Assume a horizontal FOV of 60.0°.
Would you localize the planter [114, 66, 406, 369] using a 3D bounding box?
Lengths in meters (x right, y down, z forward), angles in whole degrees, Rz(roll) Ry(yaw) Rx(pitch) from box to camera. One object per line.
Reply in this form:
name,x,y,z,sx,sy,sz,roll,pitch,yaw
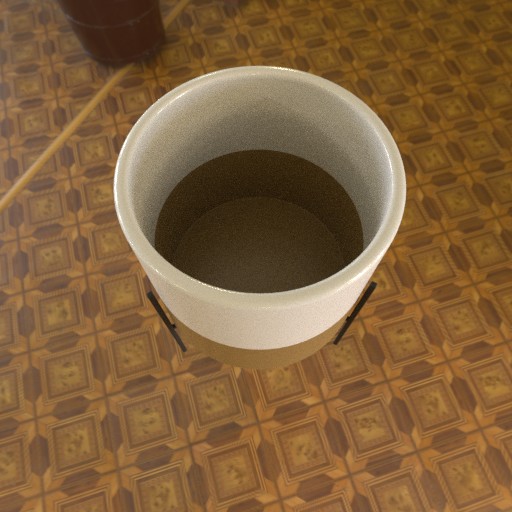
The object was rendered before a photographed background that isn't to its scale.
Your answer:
planter,0.000,0.000,0.650,0.310,0.432,0.310,-16,66,-7
